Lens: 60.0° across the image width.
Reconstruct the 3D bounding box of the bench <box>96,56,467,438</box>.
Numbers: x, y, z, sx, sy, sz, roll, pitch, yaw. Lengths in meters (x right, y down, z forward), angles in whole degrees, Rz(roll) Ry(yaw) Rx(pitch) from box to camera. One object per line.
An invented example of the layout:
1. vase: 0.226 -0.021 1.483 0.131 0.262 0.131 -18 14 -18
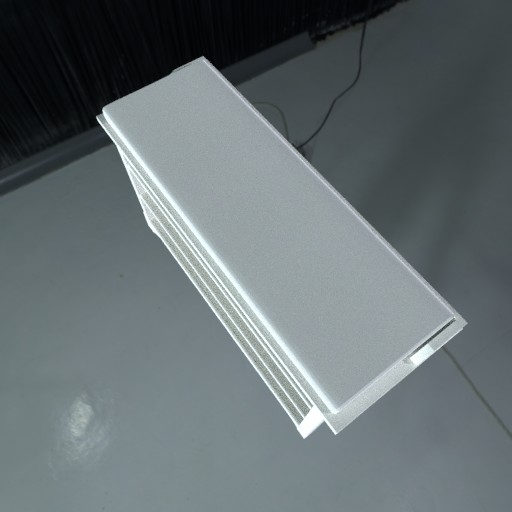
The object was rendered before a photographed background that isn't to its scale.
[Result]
1. bench: 0.000 0.000 1.277 0.346 0.589 0.987 -33 67 -16
